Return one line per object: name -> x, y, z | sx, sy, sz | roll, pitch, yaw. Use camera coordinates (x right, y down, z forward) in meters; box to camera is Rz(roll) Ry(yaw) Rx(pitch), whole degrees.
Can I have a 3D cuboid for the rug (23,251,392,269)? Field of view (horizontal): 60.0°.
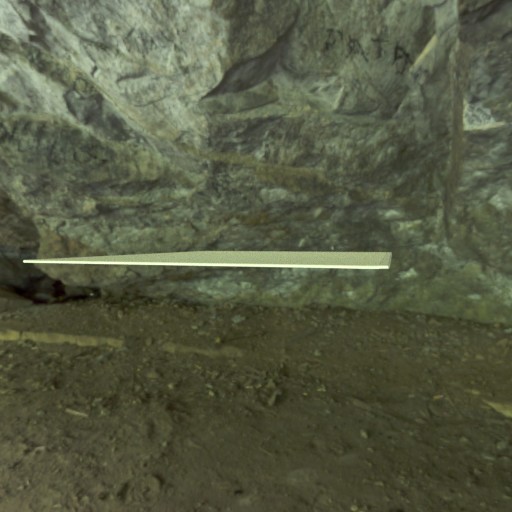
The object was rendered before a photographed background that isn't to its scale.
rug -> 0.000, 0.000, 4.120 | 2.407, 0.020, 3.051 | 1, 2, 17
